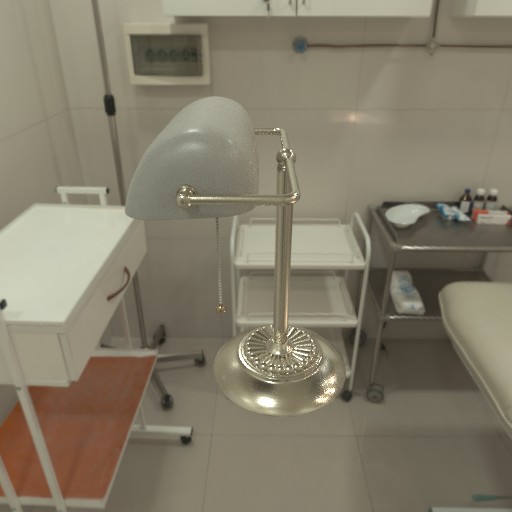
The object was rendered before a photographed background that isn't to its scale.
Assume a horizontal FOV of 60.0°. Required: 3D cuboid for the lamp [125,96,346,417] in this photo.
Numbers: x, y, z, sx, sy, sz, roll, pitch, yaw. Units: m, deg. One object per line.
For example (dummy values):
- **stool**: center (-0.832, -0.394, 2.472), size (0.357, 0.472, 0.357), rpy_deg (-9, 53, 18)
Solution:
- **lamp**: center (0.000, 0.000, 0.526), size (0.243, 0.339, 0.264), rpy_deg (0, 28, 0)
